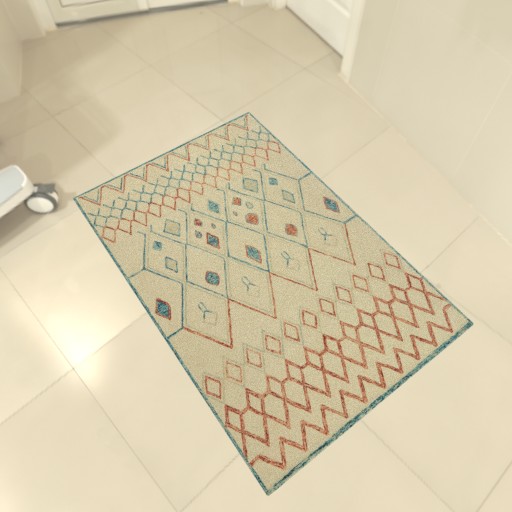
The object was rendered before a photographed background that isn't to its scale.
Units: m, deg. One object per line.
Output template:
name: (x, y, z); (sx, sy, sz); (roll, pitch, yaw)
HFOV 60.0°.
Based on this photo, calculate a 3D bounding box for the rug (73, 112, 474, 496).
rug: (0.000, 0.000, 2.295); (1.219, 0.016, 1.829); (-32, 63, -18)
